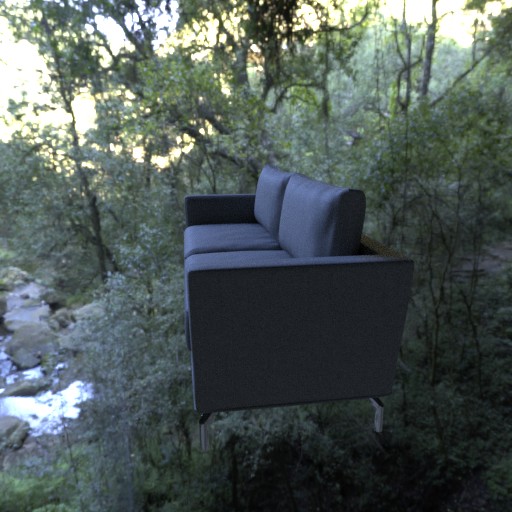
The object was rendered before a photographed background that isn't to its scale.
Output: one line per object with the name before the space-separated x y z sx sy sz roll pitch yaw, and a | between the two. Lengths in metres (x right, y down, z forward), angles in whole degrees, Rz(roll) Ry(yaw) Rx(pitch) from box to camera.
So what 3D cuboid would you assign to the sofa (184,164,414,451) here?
sofa | 0.000 0.000 2.697 0.869 1.002 2.212 -2 15 -9
